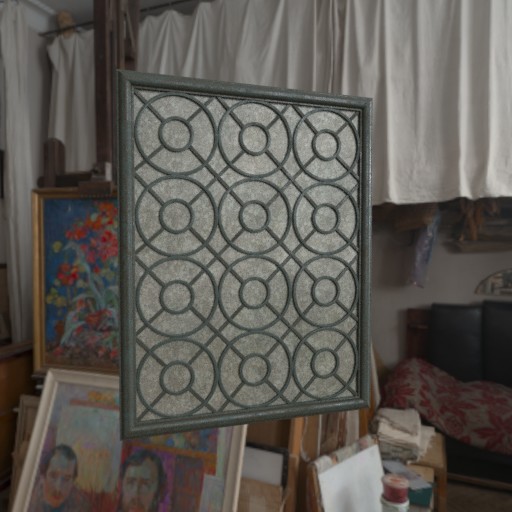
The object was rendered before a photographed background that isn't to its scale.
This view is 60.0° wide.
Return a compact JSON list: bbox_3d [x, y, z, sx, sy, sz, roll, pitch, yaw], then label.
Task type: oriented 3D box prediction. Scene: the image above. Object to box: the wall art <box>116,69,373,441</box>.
[{"bbox_3d":[0.000,0.000,1.289,0.767,0.983,0.030,-1,2,-18],"label":"wall art"}]
